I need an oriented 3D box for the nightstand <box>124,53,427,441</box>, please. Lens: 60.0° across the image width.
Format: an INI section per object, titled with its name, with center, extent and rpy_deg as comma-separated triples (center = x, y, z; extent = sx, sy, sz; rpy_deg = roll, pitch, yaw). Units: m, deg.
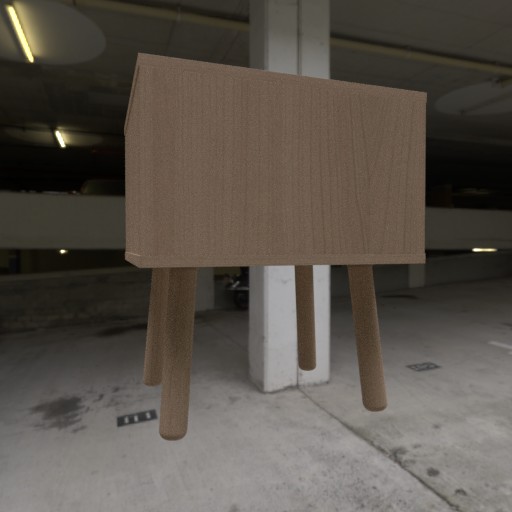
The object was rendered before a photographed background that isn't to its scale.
[nightstand]
center = 0.000, 0.000, 0.825
extent = 0.450, 0.530, 0.380
rpy_deg = 0, 1, -19
